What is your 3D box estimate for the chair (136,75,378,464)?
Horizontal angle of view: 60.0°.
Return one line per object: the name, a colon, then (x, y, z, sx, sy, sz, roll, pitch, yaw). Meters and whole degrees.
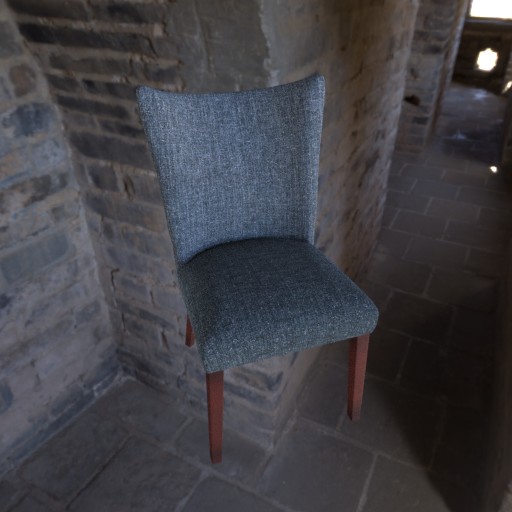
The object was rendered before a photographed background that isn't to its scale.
chair: (0.000, 0.000, 1.310, 0.535, 0.924, 0.623, -10, 34, -16)
